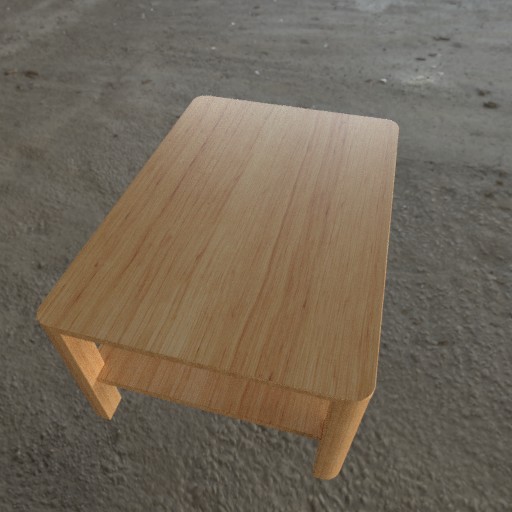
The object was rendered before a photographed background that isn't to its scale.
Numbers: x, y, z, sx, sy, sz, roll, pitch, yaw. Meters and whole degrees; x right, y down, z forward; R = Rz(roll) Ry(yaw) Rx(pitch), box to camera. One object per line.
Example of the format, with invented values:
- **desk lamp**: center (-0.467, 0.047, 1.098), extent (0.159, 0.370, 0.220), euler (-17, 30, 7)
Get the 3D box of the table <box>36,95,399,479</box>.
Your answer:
- **table**: center (0.000, 0.000, 1.331), extent (0.696, 0.445, 0.997), euler (11, 48, 10)
